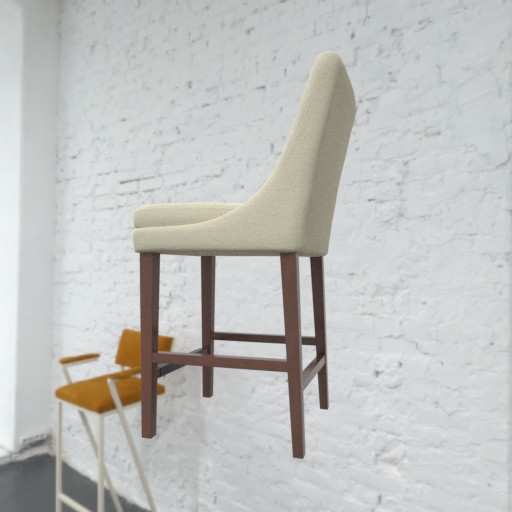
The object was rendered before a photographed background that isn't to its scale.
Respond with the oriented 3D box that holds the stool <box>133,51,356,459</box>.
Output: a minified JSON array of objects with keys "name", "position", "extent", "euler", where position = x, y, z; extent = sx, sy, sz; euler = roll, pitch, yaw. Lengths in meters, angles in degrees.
[{"name":"stool","position":[0.000,0.000,1.321],"extent":[0.577,0.981,0.470],"euler":[0,-1,18]}]
